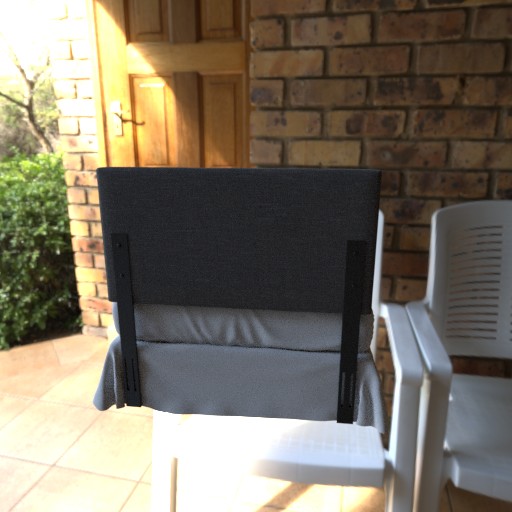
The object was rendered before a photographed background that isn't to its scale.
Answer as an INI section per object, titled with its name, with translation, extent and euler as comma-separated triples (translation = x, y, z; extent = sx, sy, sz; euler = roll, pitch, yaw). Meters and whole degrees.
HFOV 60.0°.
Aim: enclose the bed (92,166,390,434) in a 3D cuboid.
[bed]
translation = 0.000, 0.000, 3.645
extent = 1.936, 1.577, 2.222
euler = 2, 16, 7
